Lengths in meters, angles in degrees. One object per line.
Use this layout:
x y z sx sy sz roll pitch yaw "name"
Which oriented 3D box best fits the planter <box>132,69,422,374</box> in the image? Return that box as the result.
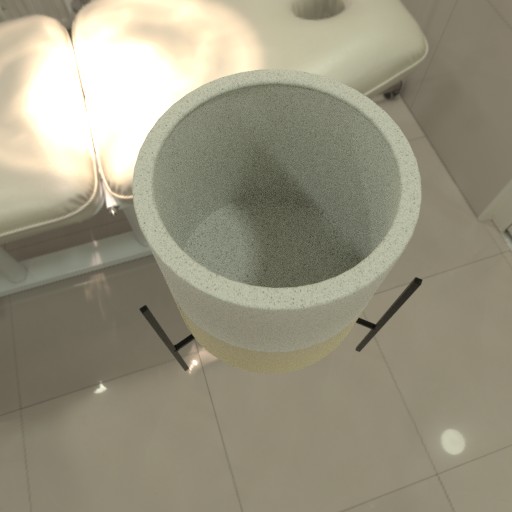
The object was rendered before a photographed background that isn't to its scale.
0.000 0.000 0.528 0.263 0.362 0.267 -17 66 -8 "planter"
